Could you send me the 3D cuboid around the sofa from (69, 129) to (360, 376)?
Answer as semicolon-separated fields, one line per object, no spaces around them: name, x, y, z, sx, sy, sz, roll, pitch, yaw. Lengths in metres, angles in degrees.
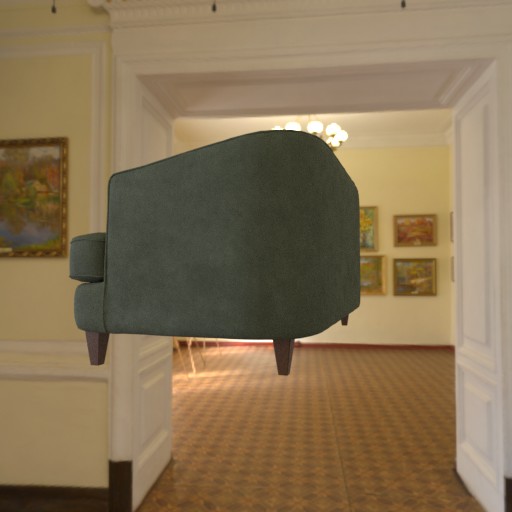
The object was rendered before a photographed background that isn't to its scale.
sofa;0.000;0.000;2.306;0.941;0.855;1.733;-1;-2;19
